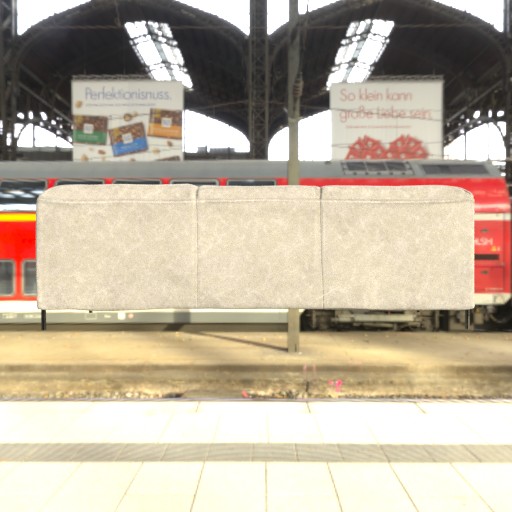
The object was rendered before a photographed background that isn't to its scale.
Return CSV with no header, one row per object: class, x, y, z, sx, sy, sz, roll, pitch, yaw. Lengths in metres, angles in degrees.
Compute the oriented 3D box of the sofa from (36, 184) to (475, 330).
sofa,0.000,0.000,2.635,2.238,0.758,0.899,0,0,-1
